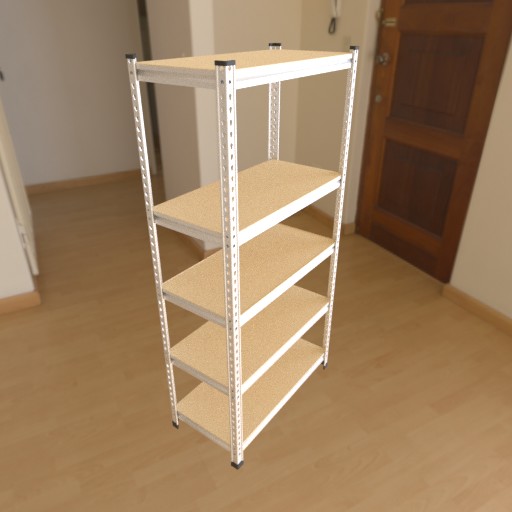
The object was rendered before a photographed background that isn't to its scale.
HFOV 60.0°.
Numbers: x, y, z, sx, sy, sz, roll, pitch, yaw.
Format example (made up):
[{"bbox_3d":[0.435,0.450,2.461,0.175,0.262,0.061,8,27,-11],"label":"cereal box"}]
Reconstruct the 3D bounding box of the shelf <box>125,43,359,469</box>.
[{"bbox_3d":[0.000,0.000,2.163,0.457,1.829,0.914,19,34,31],"label":"shelf"}]
